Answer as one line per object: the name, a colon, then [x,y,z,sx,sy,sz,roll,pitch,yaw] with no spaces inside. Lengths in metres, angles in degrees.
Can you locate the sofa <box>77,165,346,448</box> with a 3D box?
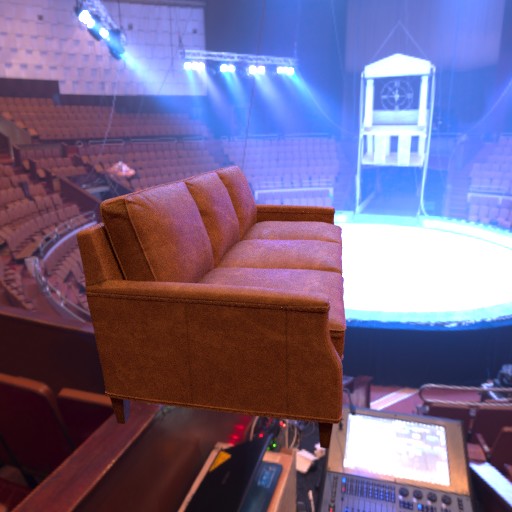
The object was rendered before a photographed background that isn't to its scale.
sofa: [0.000,0.000,2.765,1.084,1.003,2.246,3,15,10]
